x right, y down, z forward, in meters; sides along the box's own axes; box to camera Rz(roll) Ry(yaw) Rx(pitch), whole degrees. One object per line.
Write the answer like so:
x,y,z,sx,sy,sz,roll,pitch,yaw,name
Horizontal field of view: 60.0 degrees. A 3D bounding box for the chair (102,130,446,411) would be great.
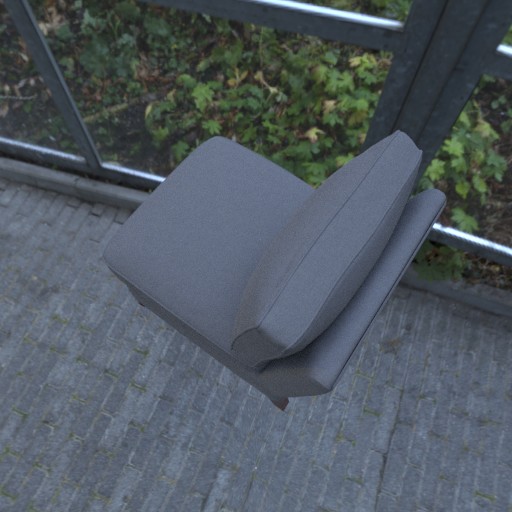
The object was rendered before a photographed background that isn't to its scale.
0.000,0.000,1.636,0.924,1.045,0.724,32,69,14,chair
